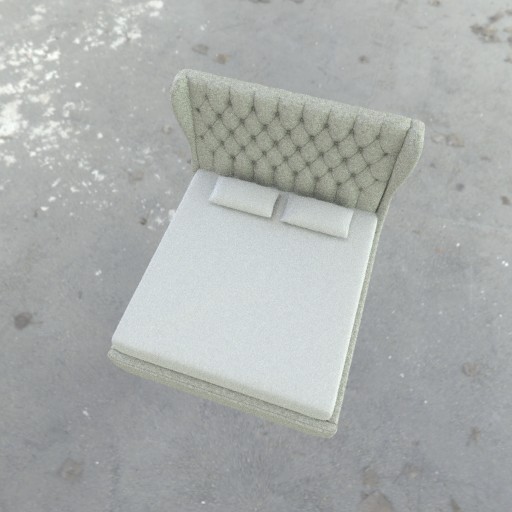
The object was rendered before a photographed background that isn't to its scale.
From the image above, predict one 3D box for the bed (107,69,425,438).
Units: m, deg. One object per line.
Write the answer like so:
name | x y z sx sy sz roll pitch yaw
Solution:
bed | 0.000 0.000 3.970 2.219 1.771 2.347 16 62 9
